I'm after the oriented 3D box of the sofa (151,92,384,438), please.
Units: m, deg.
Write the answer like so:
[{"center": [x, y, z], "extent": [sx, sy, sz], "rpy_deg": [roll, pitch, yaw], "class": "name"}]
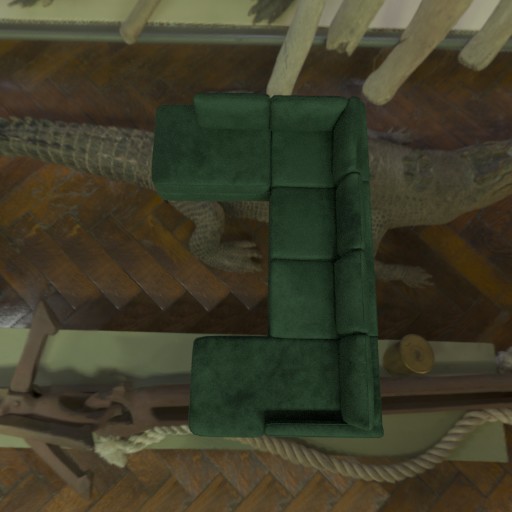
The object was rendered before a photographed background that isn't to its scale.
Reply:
[{"center": [0.000, 0.000, 3.921], "extent": [1.992, 0.861, 2.994], "rpy_deg": [1, 74, 0], "class": "sofa"}]
